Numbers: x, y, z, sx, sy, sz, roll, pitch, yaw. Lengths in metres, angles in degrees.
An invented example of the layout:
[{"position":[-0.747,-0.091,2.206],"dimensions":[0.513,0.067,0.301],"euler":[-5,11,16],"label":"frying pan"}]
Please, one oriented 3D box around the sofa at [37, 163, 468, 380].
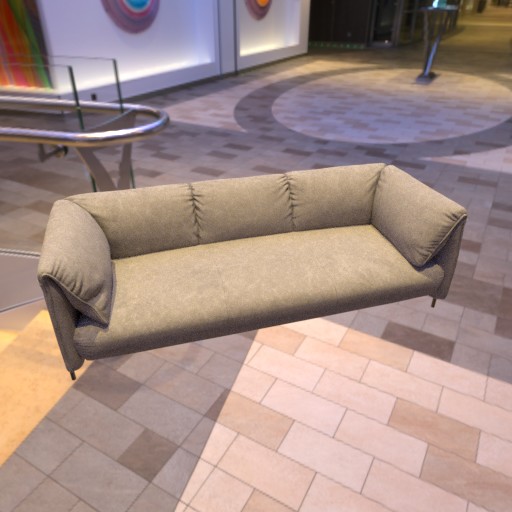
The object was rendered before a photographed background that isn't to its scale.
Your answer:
[{"position":[0.000,0.000,2.674],"dimensions":[2.238,0.758,0.899],"euler":[-9,32,-14],"label":"sofa"}]
